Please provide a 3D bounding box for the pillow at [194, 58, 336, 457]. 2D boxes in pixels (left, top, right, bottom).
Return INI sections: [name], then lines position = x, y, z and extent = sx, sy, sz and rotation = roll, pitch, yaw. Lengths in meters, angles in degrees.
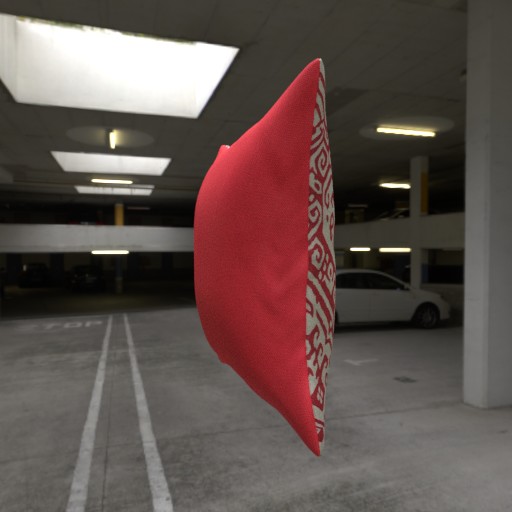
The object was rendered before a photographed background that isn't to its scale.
[pillow]
position = 0.000, 0.000, 0.798
extent = 0.192, 0.507, 0.522
rotation = 0, 1, -18
